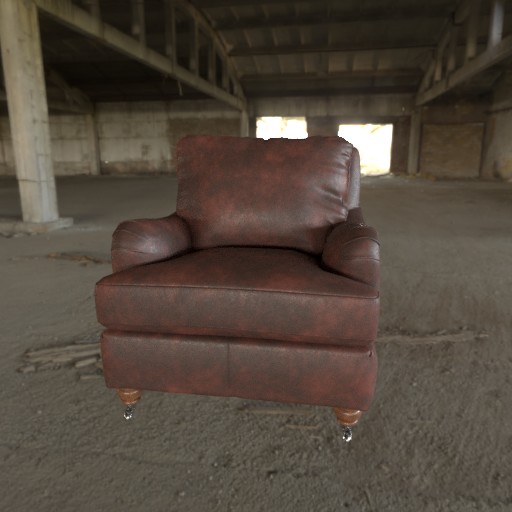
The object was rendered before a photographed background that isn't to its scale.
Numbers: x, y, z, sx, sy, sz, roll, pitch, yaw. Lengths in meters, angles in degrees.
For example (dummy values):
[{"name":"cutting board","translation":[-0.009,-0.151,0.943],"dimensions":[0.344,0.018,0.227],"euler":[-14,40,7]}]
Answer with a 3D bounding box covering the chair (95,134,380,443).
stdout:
[{"name":"chair","translation":[0.000,0.000,1.951],"dimensions":[0.987,1.051,1.156],"euler":[2,13,9]}]
